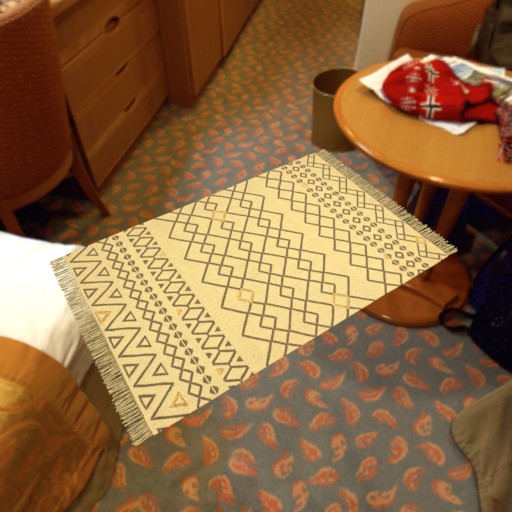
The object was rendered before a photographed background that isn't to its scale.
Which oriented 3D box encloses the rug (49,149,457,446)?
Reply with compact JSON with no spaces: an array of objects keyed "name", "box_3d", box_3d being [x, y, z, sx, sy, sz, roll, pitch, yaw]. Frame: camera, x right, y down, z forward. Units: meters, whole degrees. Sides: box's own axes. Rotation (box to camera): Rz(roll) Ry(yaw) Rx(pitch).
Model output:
[{"name":"rug","box_3d":[0.000,0.000,3.095,2.472,0.035,1.495,-26,53,-22]}]
